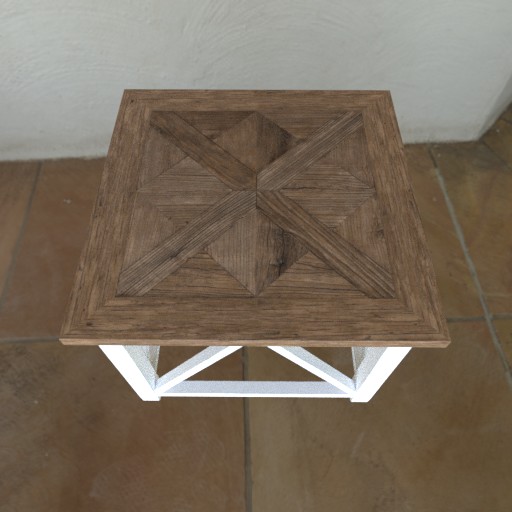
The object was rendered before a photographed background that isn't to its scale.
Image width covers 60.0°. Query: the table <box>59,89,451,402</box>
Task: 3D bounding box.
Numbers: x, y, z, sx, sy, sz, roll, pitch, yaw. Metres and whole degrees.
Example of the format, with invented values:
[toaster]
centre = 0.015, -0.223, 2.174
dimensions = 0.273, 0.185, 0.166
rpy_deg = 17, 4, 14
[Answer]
[table]
centre = 0.000, 0.000, 1.201
dimensions = 0.700, 0.532, 0.700
rpy_deg = 0, 57, 0
